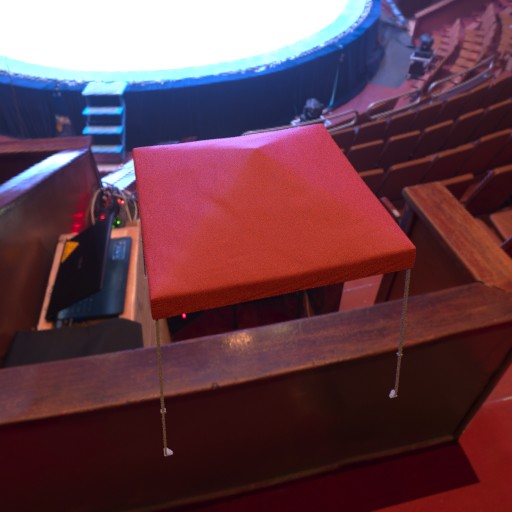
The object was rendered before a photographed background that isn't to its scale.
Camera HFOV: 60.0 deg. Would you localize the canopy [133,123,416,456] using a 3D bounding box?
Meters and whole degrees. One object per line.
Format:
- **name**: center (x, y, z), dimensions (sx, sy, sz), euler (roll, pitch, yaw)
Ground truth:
- **canopy**: center (0.000, 0.000, 6.541), dimensions (3.599, 3.600, 3.600), euler (-10, 46, -10)
